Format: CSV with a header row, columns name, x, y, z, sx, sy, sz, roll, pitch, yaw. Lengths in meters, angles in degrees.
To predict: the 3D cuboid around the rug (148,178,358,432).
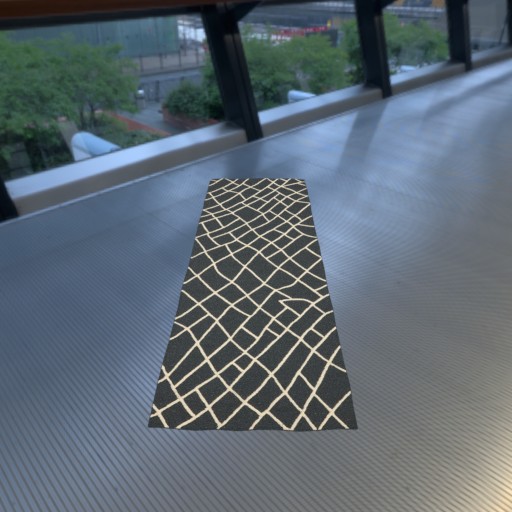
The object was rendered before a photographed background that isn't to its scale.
name,x,y,z,sx,sy,sz,roll,pitch,yaw
rug,0.000,0.000,2.708,0.807,0.010,2.476,0,32,1
